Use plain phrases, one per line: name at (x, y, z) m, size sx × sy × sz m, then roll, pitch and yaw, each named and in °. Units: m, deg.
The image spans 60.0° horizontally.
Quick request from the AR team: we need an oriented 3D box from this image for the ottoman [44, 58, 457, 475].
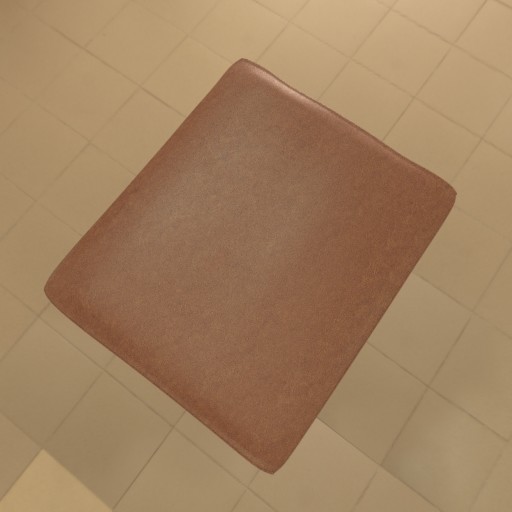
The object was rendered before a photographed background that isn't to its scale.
ottoman at (0.000, 0.000, 1.456) m, size 0.836 × 0.472 × 0.987 m, roll 35°, pitch 78°, yaw 9°
